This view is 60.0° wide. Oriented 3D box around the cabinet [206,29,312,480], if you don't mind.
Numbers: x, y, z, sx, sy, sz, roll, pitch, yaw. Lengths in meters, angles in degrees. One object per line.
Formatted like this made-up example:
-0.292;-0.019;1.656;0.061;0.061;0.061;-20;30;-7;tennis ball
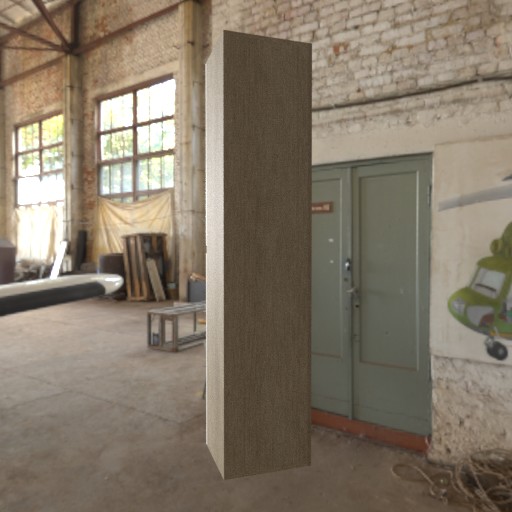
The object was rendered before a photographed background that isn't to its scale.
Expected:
0.000;0.000;1.552;0.300;1.400;0.270;0;1;-18;cabinet
